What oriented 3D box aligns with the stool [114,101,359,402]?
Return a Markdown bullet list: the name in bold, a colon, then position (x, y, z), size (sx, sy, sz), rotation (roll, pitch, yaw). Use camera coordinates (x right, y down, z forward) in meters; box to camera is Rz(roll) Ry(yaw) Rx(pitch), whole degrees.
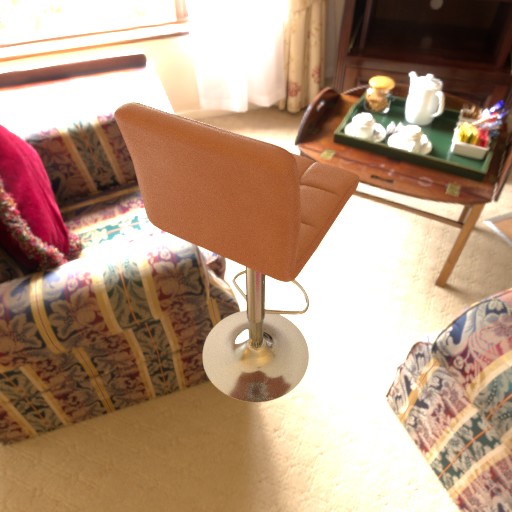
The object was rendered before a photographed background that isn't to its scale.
- **stool**: position (0.000, 0.000, 1.376), size (0.430, 1.115, 0.505), rotation (23, 50, 21)
